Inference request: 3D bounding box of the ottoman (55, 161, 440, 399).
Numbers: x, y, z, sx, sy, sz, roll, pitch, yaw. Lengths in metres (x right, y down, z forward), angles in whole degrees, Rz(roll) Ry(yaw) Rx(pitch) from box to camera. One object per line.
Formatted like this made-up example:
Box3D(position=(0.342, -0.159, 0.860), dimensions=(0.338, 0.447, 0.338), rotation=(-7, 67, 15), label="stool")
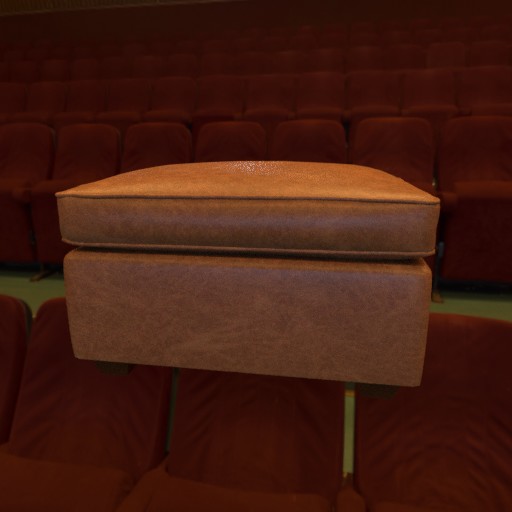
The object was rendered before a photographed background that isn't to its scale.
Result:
Box3D(position=(0.000, 0.000, 1.119), dimensions=(0.756, 0.468, 0.554), rotation=(2, 14, 9), label="ottoman")
